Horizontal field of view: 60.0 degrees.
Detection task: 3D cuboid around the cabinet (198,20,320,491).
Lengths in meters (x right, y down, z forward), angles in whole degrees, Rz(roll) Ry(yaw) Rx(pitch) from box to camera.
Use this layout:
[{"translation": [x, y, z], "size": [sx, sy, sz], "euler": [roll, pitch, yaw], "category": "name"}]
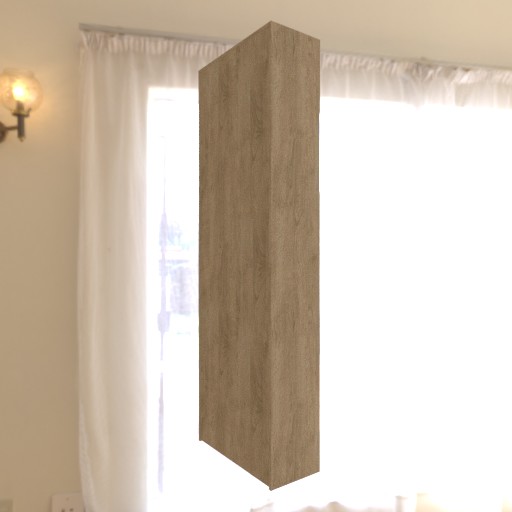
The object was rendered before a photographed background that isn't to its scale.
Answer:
[{"translation": [0.000, 0.000, 1.818], "size": [0.250, 1.630, 0.520], "euler": [0, 0, -36], "category": "cabinet"}]
